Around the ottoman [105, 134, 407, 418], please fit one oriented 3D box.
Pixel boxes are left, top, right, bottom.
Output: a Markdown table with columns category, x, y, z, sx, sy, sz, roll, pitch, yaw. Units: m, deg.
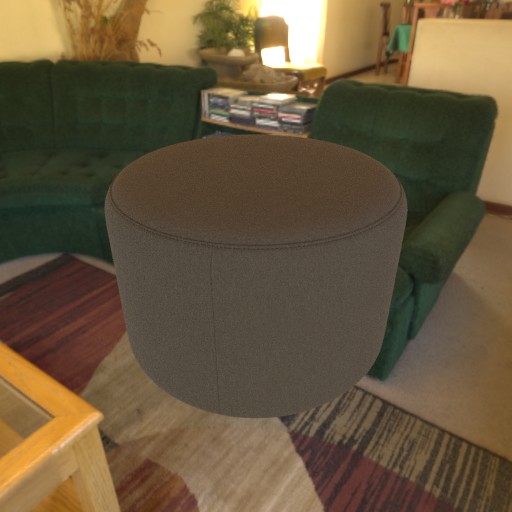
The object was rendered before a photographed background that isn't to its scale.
| category | x | y | z | sx | sy | sz | roll | pitch | yaw |
| --- | --- | --- | --- | --- | --- | --- | --- | --- | --- |
| ottoman | 0.000 | 0.000 | 1.002 | 0.608 | 0.433 | 0.608 | 0 | 31 | 0 |
